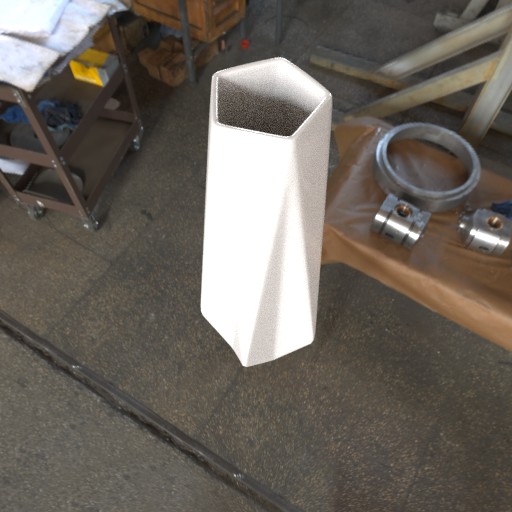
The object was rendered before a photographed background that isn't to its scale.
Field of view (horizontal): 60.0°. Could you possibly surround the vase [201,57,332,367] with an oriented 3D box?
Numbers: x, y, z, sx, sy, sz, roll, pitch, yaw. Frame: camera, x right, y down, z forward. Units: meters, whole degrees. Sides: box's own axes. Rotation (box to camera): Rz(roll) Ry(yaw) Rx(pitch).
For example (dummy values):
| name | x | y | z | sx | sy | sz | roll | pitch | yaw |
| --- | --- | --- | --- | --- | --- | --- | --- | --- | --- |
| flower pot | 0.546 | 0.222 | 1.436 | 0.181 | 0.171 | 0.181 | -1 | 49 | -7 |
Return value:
| name | x | y | z | sx | sy | sz | roll | pitch | yaw |
| --- | --- | --- | --- | --- | --- | --- | --- | --- | --- |
| vase | 0.000 | 0.000 | 0.378 | 0.116 | 0.329 | 0.122 | -2 | 59 | -1 |
